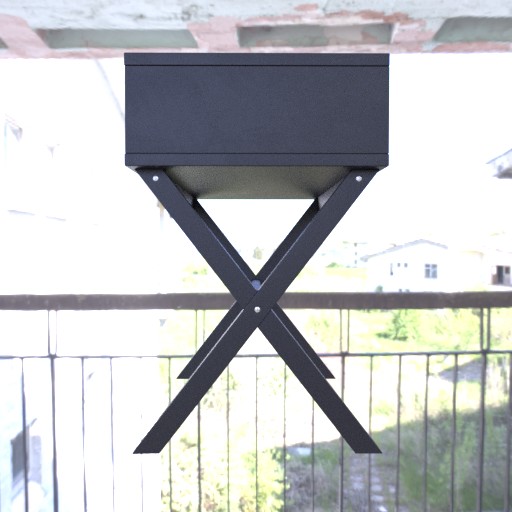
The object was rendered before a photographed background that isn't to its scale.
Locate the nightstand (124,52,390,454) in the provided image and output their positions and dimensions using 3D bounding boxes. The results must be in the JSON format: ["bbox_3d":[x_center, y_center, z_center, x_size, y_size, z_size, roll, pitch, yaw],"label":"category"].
[{"bbox_3d":[0.000,0.000,0.913,0.402,0.623,0.479,0,1,0],"label":"nightstand"}]
